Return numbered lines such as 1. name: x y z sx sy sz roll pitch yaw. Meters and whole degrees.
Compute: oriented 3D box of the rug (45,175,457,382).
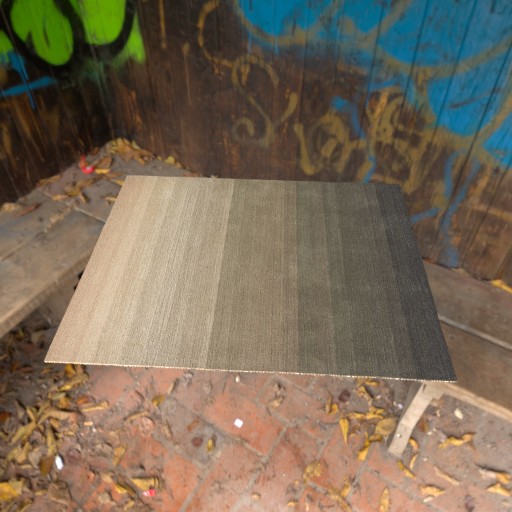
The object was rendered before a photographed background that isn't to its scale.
1. rug: 0.000 0.000 3.944 2.932 0.015 2.315 2 45 2
